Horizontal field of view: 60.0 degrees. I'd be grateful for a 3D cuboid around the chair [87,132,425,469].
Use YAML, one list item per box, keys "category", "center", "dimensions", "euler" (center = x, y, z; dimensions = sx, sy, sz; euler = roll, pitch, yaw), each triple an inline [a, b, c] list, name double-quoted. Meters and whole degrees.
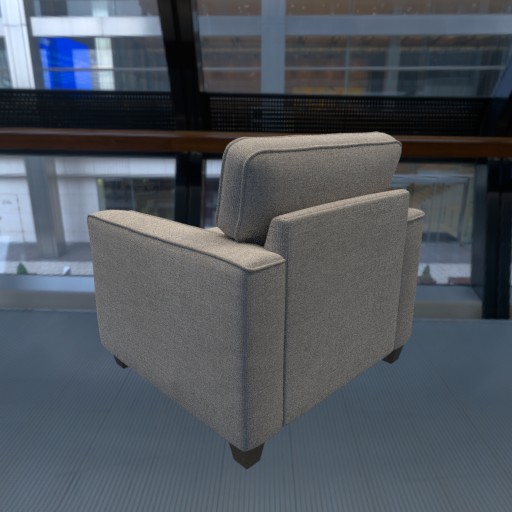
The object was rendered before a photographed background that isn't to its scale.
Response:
- category: "chair"
  center: [0.000, 0.000, 1.791]
  dimensions: [1.015, 0.965, 0.939]
  euler: [-16, 24, -42]
